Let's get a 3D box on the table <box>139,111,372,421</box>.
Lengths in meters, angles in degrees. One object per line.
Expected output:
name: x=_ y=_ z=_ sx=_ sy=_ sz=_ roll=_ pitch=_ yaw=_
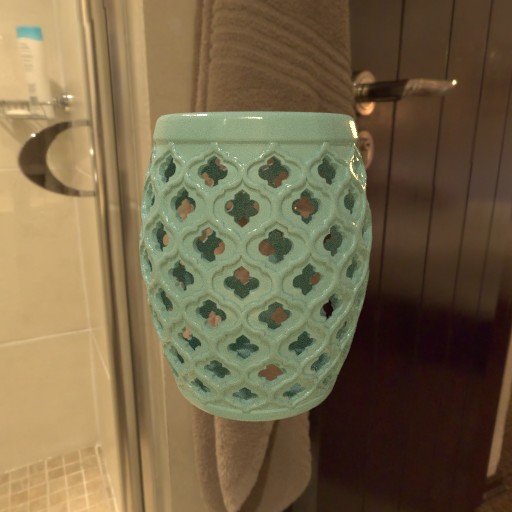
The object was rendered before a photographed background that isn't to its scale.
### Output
table: x=0.000 y=0.000 z=0.645 sx=0.325 sy=0.388 sz=0.325 roll=0 pitch=15 yaw=0
